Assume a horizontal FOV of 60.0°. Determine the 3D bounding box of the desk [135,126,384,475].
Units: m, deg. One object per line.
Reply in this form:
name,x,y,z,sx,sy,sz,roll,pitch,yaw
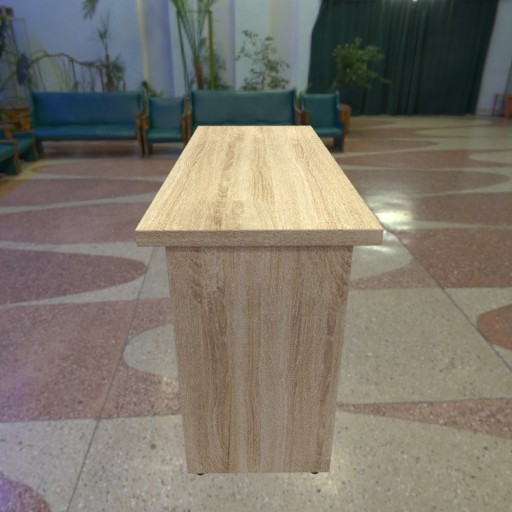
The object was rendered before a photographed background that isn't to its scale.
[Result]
desk,0.000,0.000,1.635,0.500,0.750,1.300,0,26,-1
